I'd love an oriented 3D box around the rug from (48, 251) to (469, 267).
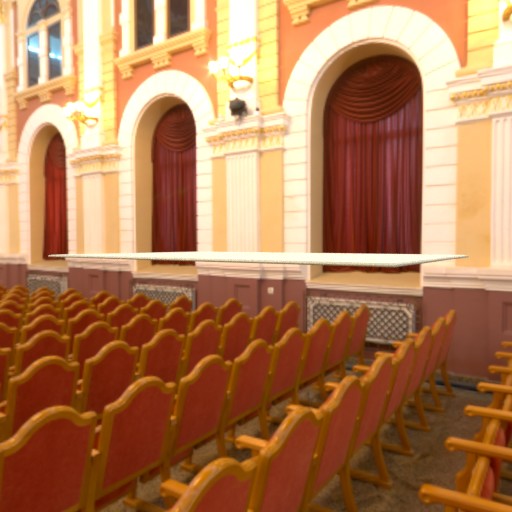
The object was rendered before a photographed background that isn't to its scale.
[{"bbox_3d":[0.000,0.000,2.323,1.840,0.012,1.219,1,2,35],"label":"rug"}]
